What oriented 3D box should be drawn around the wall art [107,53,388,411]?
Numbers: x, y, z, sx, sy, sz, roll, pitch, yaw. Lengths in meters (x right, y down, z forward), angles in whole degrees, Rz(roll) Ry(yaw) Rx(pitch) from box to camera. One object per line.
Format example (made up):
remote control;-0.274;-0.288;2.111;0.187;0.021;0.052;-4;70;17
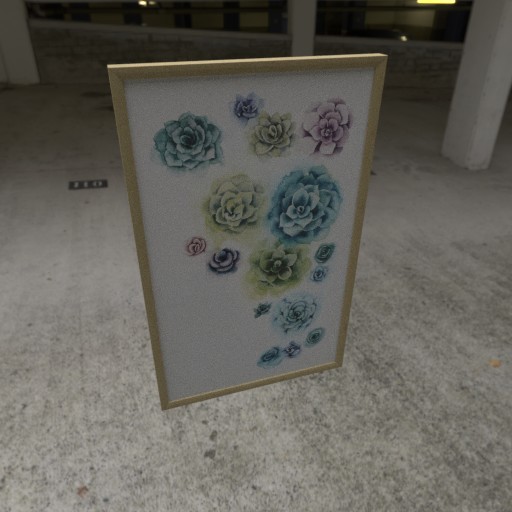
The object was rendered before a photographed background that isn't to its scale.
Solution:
wall art;0.000;0.000;0.992;0.510;0.810;0.039;-9;32;-15
